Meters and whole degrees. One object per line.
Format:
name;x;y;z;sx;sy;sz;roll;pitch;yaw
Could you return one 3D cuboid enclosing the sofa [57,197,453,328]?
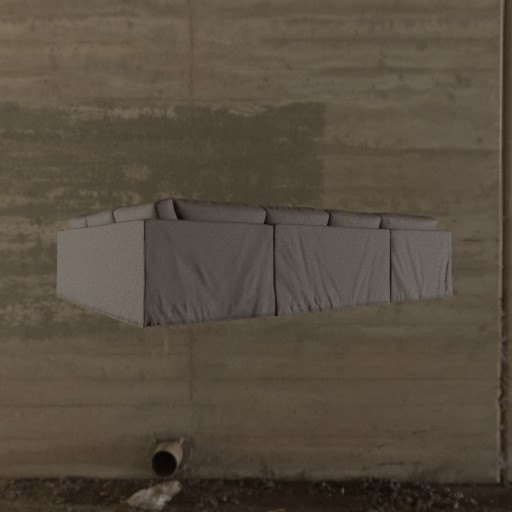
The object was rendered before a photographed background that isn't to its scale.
sofa;0.000;0.000;4.722;3.528;0.878;2.476;-1;1;-36
